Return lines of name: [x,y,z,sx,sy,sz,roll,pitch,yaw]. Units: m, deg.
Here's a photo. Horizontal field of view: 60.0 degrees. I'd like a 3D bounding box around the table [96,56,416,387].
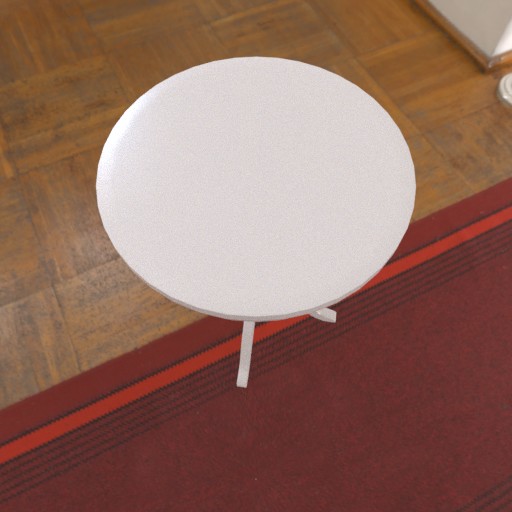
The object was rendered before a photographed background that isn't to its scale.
table: [0.000,0.000,1.010,0.513,0.653,0.513,0,63,0]
